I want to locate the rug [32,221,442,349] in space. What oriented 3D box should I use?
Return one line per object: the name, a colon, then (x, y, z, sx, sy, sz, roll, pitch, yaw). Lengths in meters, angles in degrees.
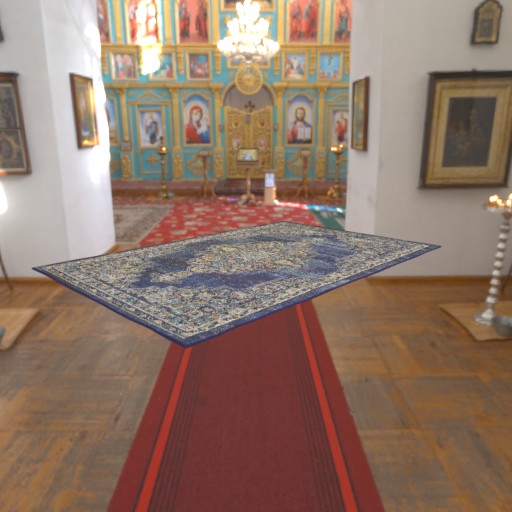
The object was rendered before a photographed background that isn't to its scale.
rug: (0.000, 0.000, 2.269, 1.184, 0.012, 1.781, 14, 20, 43)
